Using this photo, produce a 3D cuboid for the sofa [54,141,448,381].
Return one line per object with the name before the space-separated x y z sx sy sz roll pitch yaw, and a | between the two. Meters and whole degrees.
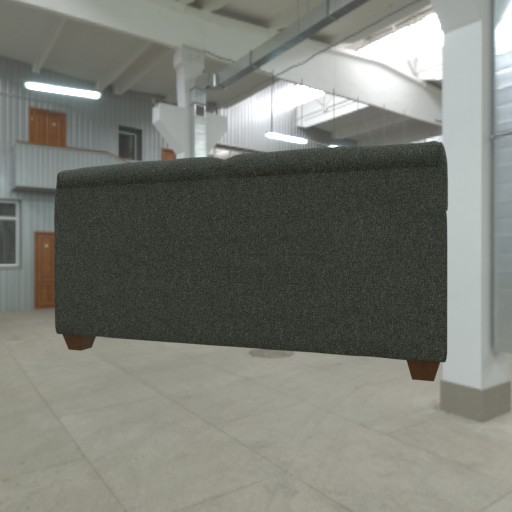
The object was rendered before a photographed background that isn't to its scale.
sofa | 0.000 0.000 2.394 1.846 0.958 0.998 0 0 19
